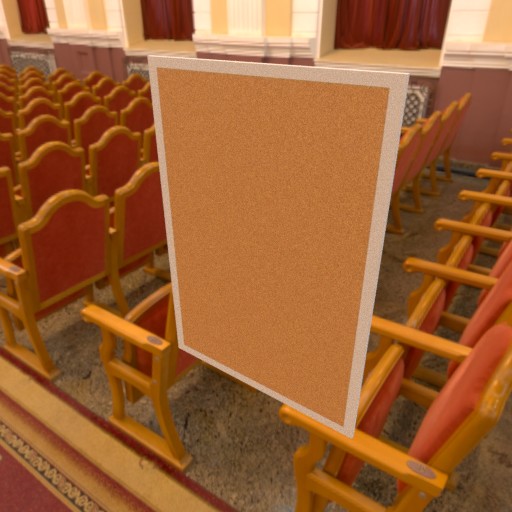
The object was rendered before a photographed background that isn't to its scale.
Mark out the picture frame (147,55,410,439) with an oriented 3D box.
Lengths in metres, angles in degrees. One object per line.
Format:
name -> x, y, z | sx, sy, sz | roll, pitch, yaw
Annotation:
picture frame -> 0.000, 0.000, 1.172 | 0.659, 0.940, 0.013 | 19, 34, 31
